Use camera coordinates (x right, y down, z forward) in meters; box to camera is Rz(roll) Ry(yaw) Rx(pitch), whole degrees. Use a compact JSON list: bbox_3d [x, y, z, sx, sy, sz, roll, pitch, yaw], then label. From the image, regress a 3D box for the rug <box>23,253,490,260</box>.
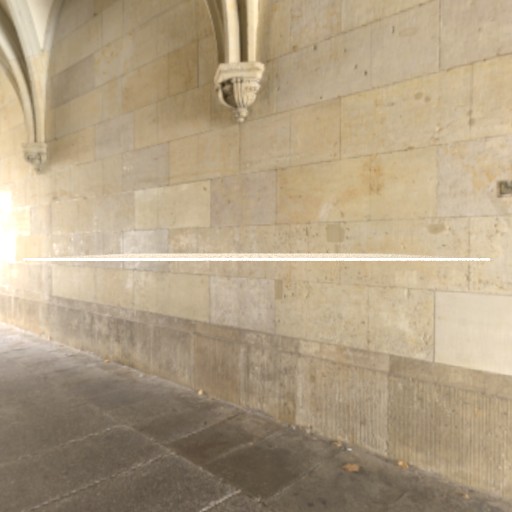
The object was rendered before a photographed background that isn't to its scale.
[{"bbox_3d":[0.000,0.000,4.109,3.061,0.014,2.447,0,1,0],"label":"rug"}]
